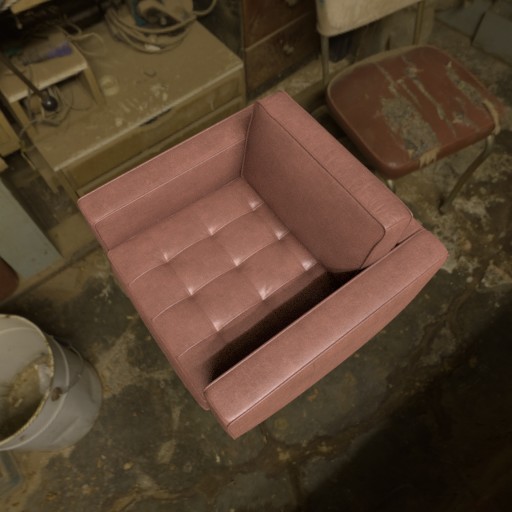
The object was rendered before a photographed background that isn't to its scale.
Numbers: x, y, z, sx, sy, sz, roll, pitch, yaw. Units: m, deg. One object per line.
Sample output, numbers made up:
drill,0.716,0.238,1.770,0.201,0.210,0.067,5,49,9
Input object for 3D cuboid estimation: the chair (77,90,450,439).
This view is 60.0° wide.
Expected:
chair,0.000,0.000,1.586,0.900,0.770,0.920,-34,68,-15
